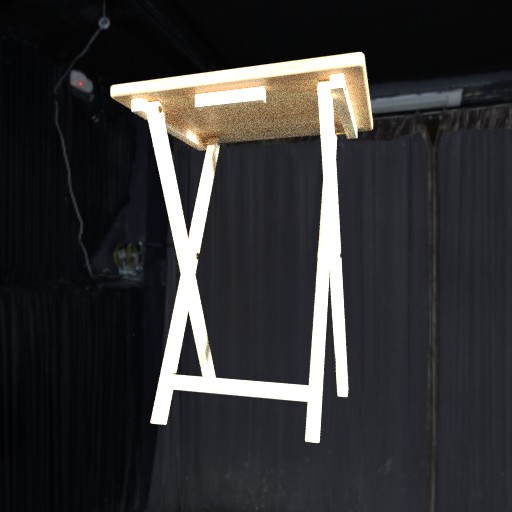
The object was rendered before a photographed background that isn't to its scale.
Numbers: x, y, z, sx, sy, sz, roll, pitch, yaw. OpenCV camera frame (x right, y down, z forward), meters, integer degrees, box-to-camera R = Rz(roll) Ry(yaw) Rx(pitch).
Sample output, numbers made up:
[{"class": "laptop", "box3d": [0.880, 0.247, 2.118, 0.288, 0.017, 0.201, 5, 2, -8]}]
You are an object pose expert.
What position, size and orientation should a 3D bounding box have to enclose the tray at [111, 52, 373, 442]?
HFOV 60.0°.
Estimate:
[{"class": "tray", "box3d": [0.000, 0.000, 0.967, 0.483, 0.660, 0.381, 0, -1, 17]}]
